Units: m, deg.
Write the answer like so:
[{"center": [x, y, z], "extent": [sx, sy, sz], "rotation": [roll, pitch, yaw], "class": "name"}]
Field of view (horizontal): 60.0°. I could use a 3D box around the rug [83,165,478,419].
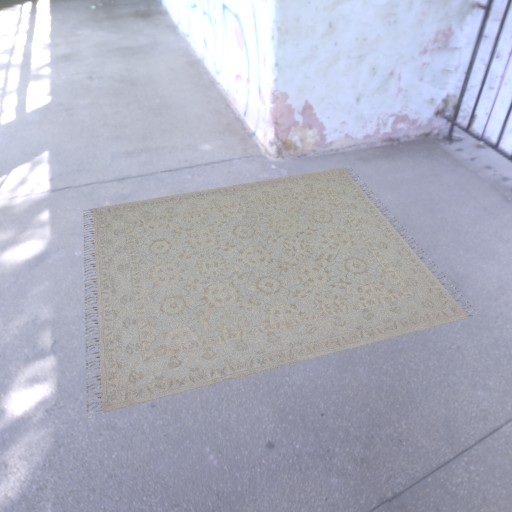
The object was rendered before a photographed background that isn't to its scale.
[{"center": [0.000, 0.000, 4.088], "extent": [3.043, 0.013, 2.444], "rotation": [-11, 44, -12], "class": "rug"}]
